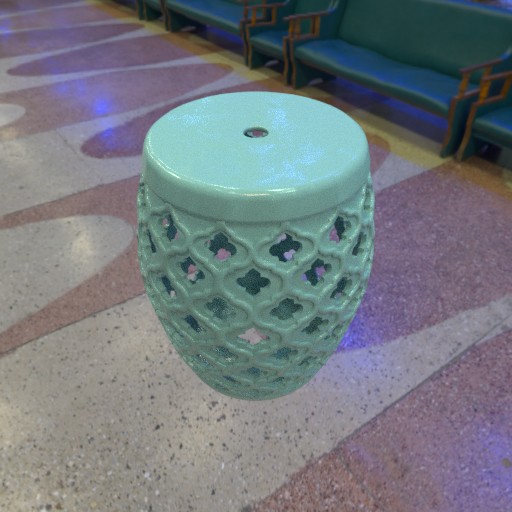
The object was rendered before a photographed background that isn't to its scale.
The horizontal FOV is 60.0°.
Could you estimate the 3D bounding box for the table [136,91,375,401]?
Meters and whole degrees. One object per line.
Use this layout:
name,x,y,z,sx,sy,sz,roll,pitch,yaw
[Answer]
table,0.000,0.000,0.647,0.325,0.388,0.325,0,41,0
